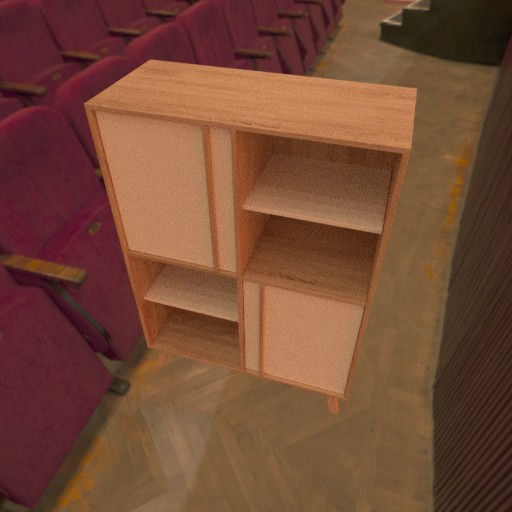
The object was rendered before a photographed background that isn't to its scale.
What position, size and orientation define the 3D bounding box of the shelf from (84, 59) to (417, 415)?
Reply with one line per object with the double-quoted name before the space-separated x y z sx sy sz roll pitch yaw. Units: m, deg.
"shelf" 0.000 0.000 1.904 1.000 1.390 0.450 12 43 13
